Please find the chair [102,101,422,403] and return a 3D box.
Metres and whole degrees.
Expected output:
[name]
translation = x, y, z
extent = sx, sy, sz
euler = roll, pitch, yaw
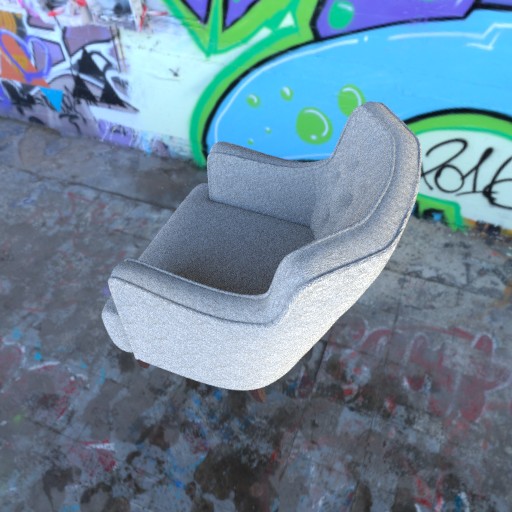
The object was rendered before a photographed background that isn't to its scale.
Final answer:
[chair]
translation = 0.000, 0.000, 1.614
extent = 0.910, 0.920, 0.820
euler = 16, 49, 14
